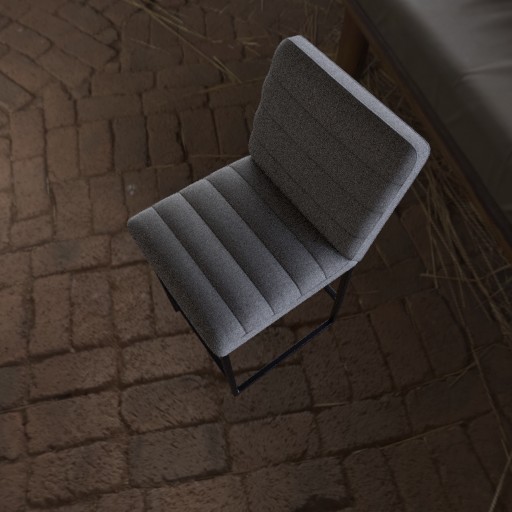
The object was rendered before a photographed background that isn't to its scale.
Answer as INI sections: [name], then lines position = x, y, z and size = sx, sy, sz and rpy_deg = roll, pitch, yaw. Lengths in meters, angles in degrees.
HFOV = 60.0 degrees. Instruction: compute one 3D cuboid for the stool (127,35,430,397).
[stool]
position = 0.000, 0.000, 1.352
size = 0.571, 1.034, 0.459
rpy_deg = -33, 67, -16
